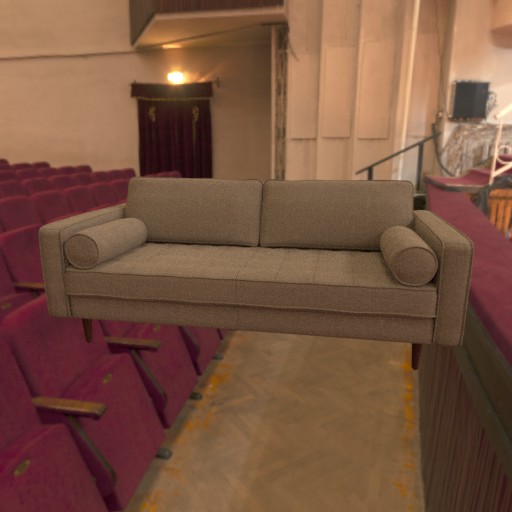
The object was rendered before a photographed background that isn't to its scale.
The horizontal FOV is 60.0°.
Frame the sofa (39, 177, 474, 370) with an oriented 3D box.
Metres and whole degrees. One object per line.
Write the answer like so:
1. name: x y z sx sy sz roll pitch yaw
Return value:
1. sofa: 0.000 0.000 2.302 1.879 0.762 0.914 3 14 10
